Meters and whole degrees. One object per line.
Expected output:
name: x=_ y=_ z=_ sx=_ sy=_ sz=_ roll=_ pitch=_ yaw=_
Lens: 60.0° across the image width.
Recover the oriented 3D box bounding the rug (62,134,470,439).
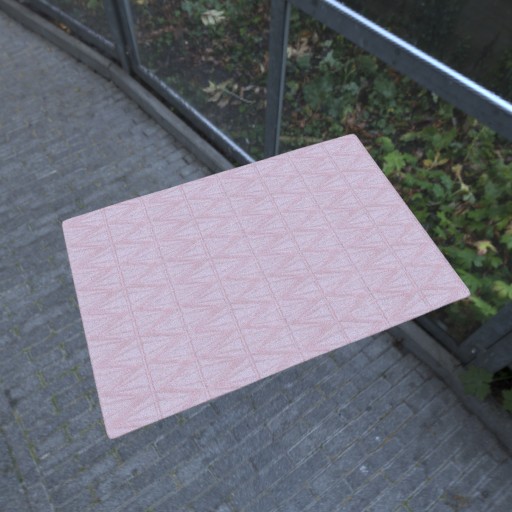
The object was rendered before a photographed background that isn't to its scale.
rug: x=0.000 y=0.000 z=3.039 sx=2.390 sy=0.015 sz=1.609 roll=-19 pitch=61 yaw=-11
